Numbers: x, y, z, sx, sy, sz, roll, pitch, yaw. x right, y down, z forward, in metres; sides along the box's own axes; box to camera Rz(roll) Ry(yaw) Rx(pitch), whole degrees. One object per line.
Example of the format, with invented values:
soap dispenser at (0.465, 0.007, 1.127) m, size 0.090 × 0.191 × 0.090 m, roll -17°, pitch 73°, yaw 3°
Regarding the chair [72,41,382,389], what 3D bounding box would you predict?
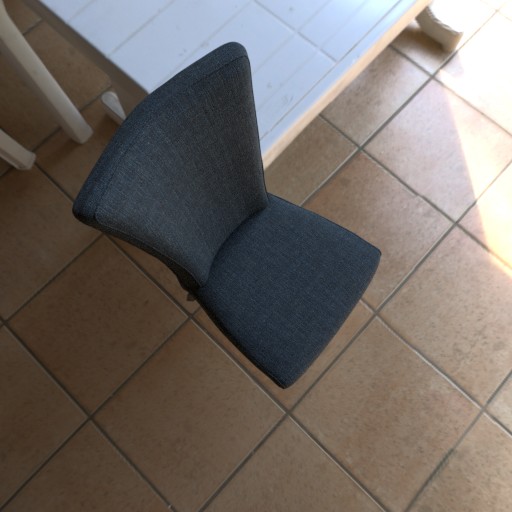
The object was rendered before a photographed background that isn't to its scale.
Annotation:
chair at (0.000, 0.000, 1.339) m, size 0.660 × 0.991 × 0.520 m, roll 37°, pitch 77°, yaw 10°
